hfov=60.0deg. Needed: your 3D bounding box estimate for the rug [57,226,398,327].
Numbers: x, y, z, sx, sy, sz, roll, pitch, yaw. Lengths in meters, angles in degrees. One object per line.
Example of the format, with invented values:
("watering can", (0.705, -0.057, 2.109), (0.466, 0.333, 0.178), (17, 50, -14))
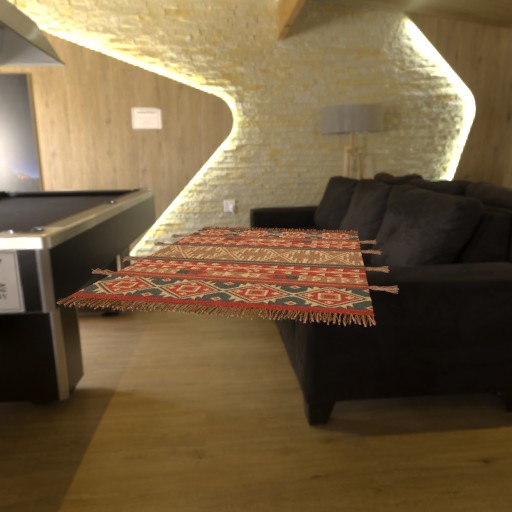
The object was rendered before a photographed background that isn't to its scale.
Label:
("rug", (0.000, 0.000, 2.587), (1.469, 0.040, 2.025), (2, 13, 11))
